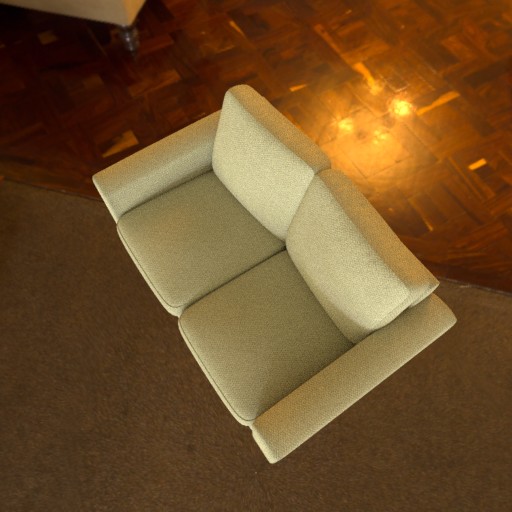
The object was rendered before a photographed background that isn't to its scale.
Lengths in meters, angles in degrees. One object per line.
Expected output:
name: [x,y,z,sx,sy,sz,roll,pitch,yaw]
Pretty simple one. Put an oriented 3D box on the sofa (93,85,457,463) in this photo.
sofa: [0.000,0.000,2.188,1.016,0.873,1.616,-32,68,-15]
